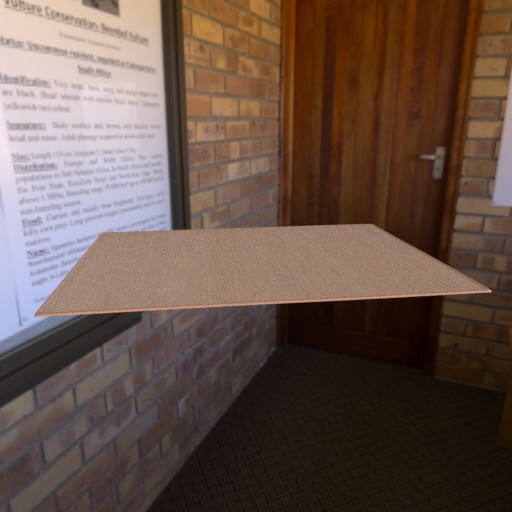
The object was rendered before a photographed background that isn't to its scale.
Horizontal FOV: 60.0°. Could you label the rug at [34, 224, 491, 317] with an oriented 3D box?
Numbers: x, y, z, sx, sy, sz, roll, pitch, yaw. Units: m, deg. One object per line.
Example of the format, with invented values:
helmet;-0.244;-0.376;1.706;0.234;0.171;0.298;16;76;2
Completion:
rug;0.000;0.000;2.755;2.134;0.013;1.524;-2;17;-8
